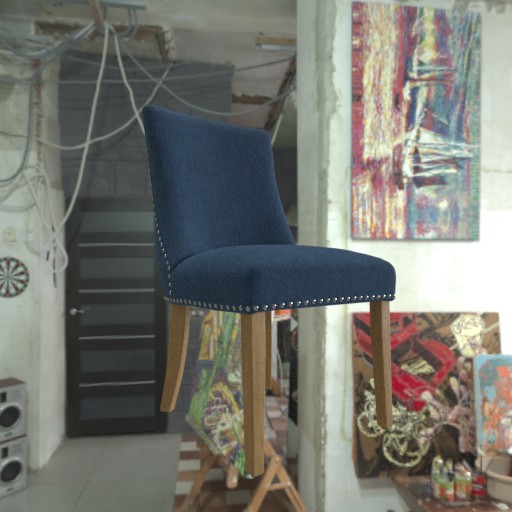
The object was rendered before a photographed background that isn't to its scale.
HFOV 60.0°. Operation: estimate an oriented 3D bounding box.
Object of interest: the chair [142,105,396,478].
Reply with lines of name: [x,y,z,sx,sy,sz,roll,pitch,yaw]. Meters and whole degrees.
chair: [0.000,0.000,1.252,0.495,0.902,0.610,0,-1,-37]
